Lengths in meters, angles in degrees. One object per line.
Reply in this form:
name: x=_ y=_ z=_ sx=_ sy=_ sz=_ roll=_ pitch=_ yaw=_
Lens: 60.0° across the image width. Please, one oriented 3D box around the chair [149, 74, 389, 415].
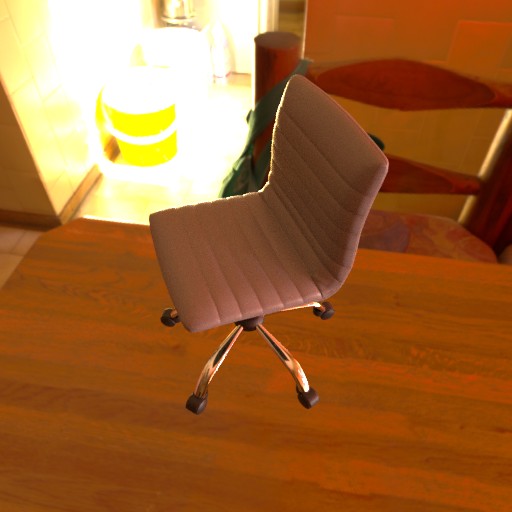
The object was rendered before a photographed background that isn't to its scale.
chair: x=0.000 y=0.000 z=1.142 sx=0.542 sy=0.750 sz=0.569 roll=-16 pitch=48 yaw=-14
